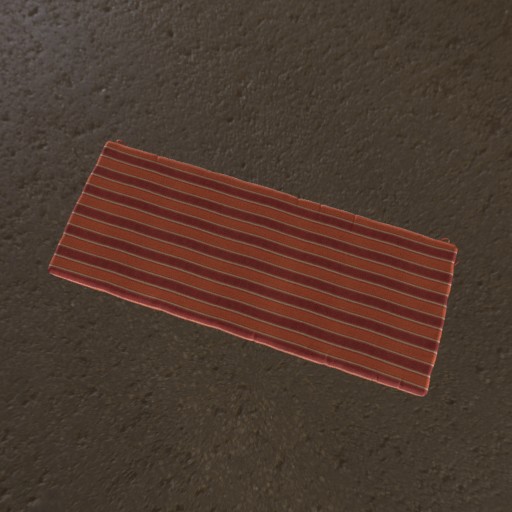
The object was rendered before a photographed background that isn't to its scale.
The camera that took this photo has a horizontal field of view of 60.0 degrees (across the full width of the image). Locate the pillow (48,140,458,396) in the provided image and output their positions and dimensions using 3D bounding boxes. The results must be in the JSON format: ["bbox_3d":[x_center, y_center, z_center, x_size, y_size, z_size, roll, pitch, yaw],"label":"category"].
[{"bbox_3d":[0.000,0.000,1.343,1.187,0.081,0.492,17,76,5],"label":"pillow"}]
